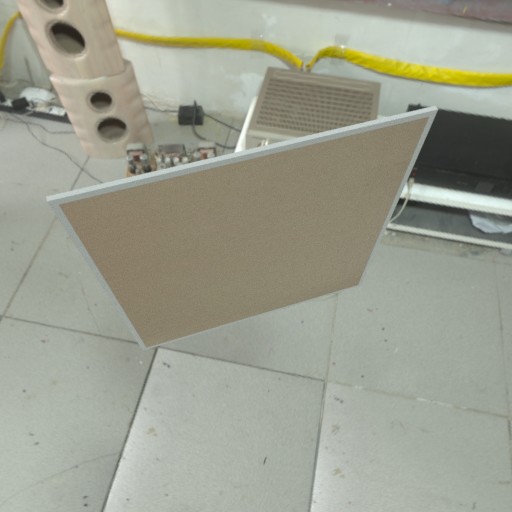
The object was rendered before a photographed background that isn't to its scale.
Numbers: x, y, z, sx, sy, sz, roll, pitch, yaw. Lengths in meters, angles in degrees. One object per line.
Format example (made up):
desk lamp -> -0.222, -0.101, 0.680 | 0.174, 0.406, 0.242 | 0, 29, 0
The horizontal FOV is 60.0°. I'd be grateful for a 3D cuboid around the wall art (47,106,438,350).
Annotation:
wall art -> 0.000, 0.000, 0.690 | 0.456, 0.456, 0.007 | -15, 60, -9
